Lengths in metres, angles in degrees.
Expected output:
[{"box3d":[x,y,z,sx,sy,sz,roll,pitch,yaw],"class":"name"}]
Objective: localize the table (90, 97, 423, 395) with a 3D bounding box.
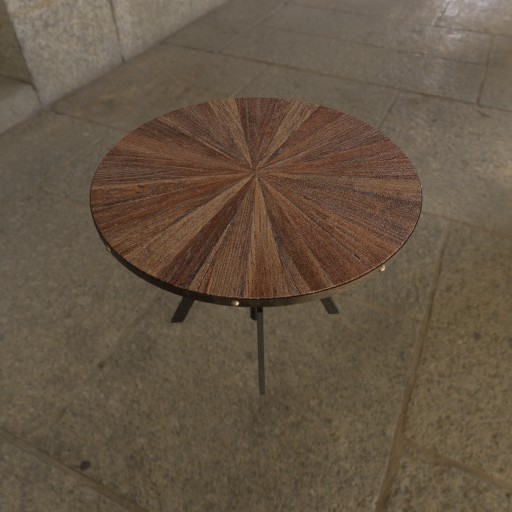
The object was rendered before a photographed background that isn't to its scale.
[{"box3d":[0.000,0.000,1.450,0.885,0.658,0.885,0,46,0],"class":"table"}]
